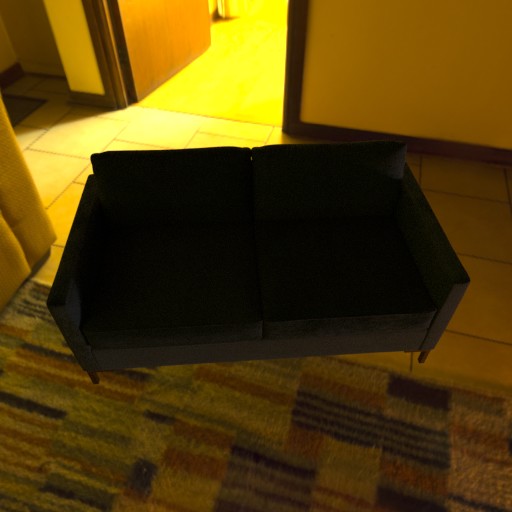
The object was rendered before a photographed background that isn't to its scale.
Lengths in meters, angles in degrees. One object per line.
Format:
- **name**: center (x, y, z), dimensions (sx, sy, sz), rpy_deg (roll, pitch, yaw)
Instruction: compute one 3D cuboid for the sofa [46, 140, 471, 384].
- **sofa**: center (0.000, 0.000, 2.136), dimensions (1.676, 0.817, 0.875), rpy_deg (-3, 46, -3)
